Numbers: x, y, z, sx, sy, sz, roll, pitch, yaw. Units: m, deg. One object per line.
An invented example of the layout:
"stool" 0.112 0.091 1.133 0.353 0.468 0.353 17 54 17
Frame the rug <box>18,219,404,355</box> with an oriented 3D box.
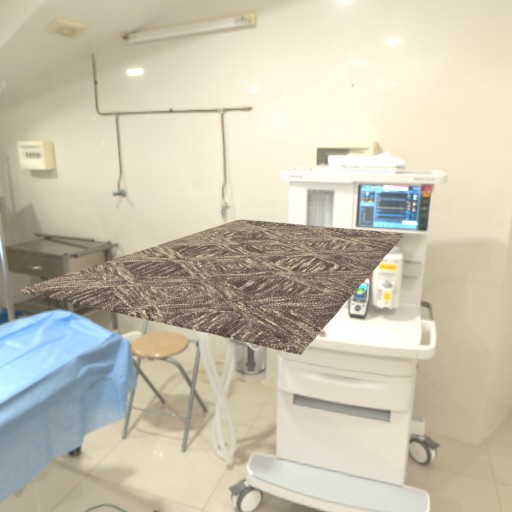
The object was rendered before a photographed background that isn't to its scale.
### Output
"rug" 0.000 0.000 2.262 1.186 0.012 1.814 7 16 26
